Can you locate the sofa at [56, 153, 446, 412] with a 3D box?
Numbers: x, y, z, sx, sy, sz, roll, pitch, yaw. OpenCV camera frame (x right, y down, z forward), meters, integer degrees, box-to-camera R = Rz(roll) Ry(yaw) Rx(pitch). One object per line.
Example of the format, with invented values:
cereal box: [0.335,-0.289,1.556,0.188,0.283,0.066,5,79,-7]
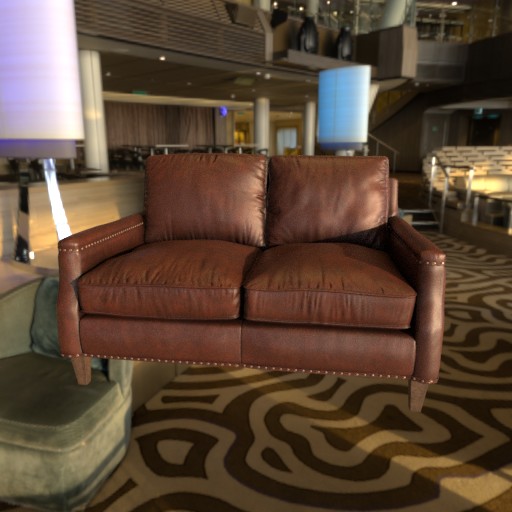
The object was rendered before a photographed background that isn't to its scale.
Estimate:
sofa: [0.000,0.000,2.244,1.628,1.003,1.083,2,14,8]
